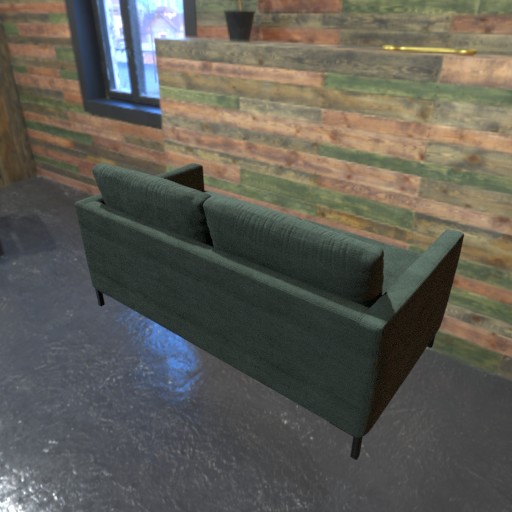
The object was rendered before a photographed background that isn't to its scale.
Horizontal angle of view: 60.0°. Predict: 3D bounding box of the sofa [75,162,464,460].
[{"bbox_3d":[0.000,0.000,2.169,1.676,0.817,0.875,21,35,33],"label":"sofa"}]
